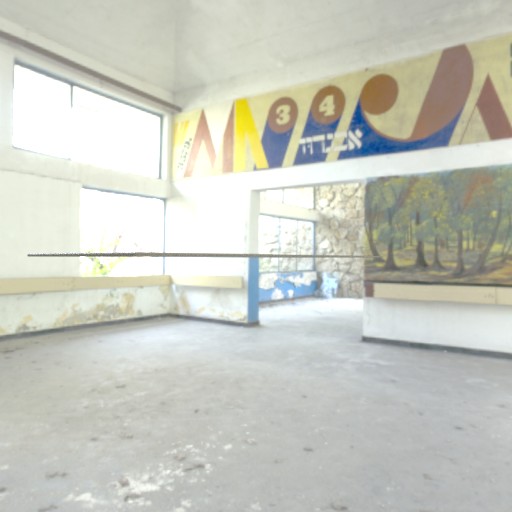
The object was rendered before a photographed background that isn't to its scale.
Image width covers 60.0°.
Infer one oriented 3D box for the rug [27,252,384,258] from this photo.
[{"bbox_3d":[0.000,0.000,2.041,0.553,0.012,1.827,0,-1,36],"label":"rug"}]
